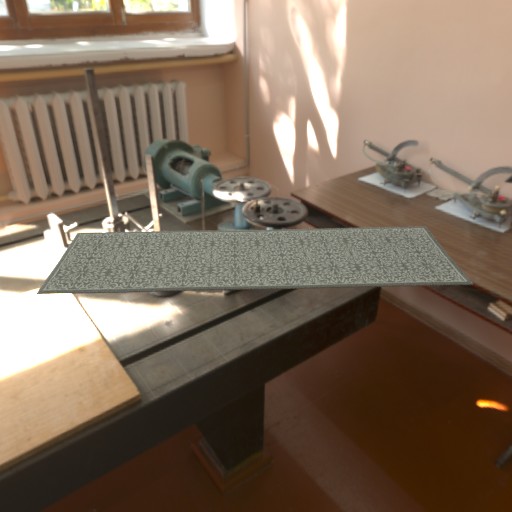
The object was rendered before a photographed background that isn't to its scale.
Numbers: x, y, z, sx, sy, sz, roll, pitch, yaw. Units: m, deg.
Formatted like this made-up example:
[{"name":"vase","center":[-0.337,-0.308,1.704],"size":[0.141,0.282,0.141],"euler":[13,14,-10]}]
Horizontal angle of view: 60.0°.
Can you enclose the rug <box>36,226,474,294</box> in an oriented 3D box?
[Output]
[{"name":"rug","center":[0.000,0.000,2.505],"size":[2.196,0.011,0.662],"euler":[-1,30,-2]}]
